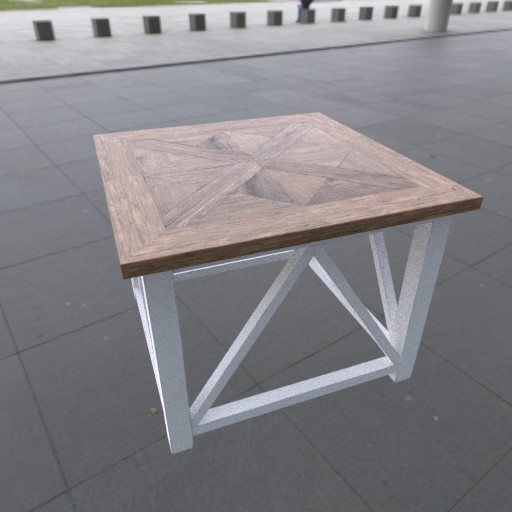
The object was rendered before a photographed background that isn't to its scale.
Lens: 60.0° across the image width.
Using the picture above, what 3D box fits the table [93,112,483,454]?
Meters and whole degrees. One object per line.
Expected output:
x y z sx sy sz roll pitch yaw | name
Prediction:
0.000 0.000 1.190 0.700 0.532 0.700 -11 34 -17 | table
